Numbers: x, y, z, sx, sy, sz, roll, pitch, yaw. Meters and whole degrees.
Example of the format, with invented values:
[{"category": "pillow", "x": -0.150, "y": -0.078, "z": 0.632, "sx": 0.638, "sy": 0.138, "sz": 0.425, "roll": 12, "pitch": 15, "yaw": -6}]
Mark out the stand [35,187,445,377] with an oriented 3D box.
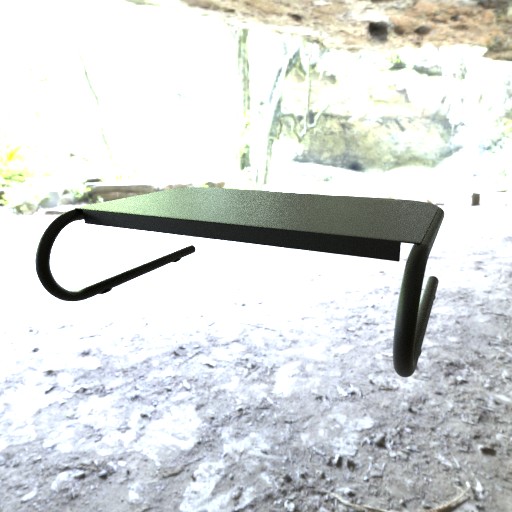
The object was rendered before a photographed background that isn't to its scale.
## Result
[{"category": "stand", "x": 0.000, "y": 0.000, "z": 0.494, "sx": 0.370, "sy": 0.108, "sz": 0.280, "roll": 8, "pitch": 18, "yaw": 25}]
